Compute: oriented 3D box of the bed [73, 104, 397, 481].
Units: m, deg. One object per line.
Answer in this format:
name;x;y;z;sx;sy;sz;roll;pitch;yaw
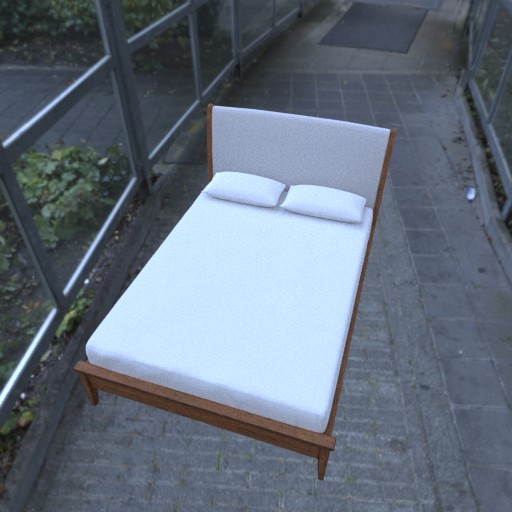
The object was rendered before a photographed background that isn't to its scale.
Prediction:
bed;0.000;0.000;2.980;1.502;1.135;2.108;12;42;14
